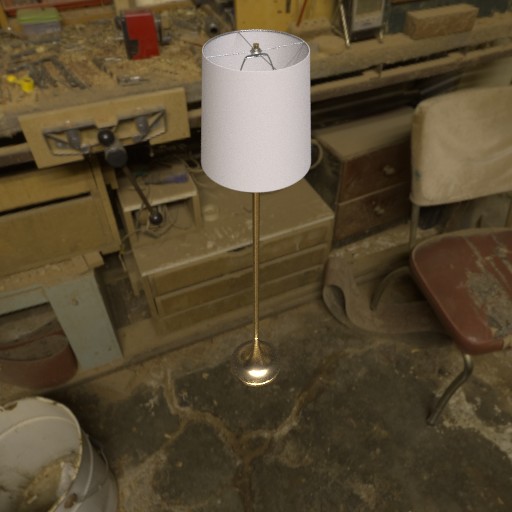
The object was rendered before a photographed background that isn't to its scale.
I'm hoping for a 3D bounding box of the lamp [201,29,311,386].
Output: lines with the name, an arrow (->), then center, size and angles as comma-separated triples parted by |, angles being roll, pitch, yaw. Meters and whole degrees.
lamp -> 0.000, 0.000, 1.677 | 0.337, 1.543, 0.337 | 0, 46, 0
